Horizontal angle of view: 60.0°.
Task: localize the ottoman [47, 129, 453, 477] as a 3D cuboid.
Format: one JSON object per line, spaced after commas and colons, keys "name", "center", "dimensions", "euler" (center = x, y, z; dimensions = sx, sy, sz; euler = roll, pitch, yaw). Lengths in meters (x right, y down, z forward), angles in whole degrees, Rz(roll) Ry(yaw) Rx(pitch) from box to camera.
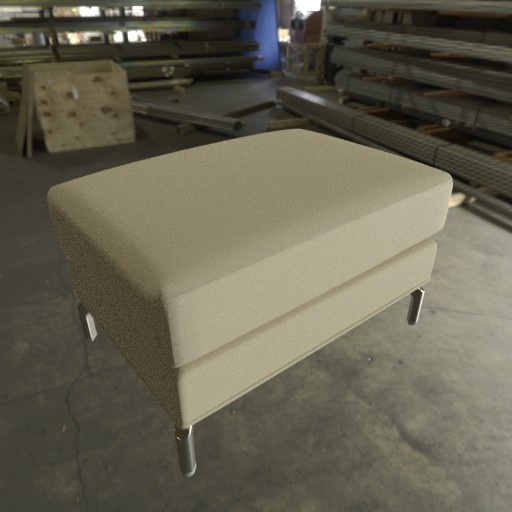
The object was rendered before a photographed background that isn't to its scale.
{"name": "ottoman", "center": [0.000, 0.000, 1.170], "dimensions": [0.835, 0.497, 0.581], "euler": [-22, 37, -33]}
